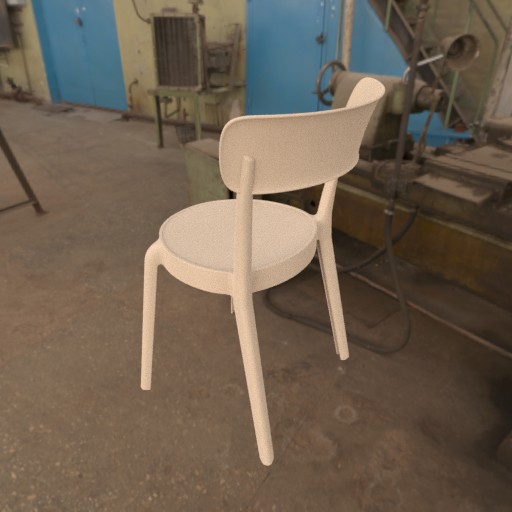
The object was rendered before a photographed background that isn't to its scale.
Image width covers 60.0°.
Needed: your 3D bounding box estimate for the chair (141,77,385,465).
[{"bbox_3d":[0.000,0.000,1.087,0.491,0.790,0.506,19,35,29],"label":"chair"}]
